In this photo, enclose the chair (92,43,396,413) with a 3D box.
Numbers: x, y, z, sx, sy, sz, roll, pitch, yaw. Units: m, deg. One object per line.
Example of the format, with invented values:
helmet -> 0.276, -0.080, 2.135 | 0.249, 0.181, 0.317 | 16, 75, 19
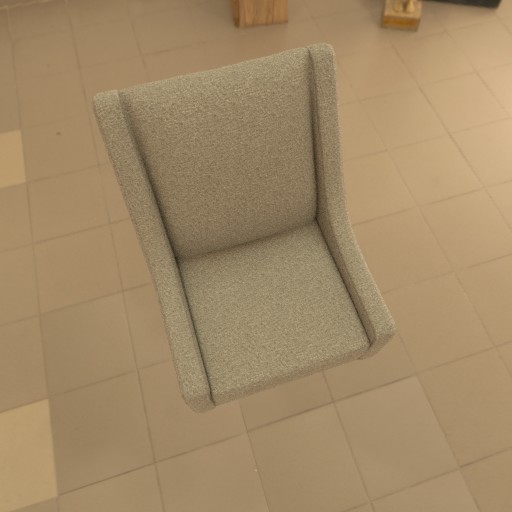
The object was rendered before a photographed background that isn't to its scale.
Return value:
chair -> 0.000, 0.000, 1.610 | 0.774, 1.016, 0.870 | -16, 65, -8
